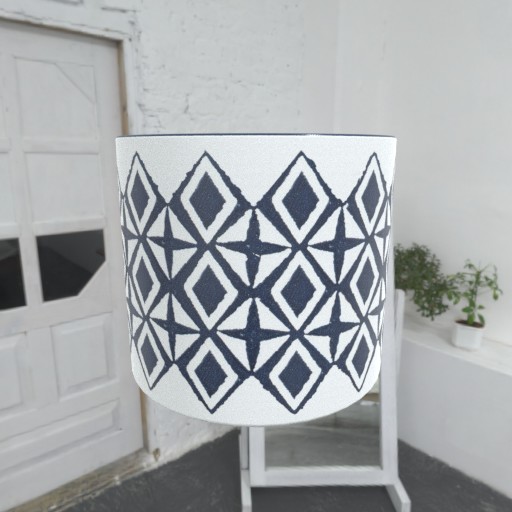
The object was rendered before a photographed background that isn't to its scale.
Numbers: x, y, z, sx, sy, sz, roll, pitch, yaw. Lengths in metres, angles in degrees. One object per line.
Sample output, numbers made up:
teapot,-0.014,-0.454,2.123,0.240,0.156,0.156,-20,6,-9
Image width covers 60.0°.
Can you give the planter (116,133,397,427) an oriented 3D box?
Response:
planter,0.000,0.000,0.318,0.182,0.165,0.182,0,14,0
